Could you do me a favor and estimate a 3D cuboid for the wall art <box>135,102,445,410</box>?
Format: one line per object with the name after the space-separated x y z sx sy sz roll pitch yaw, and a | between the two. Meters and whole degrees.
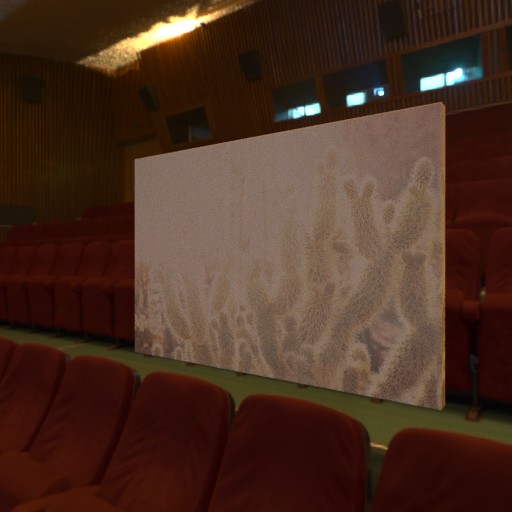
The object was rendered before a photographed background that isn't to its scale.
0.000 0.000 1.433 1.142 0.758 0.041 0 0 35 | wall art
